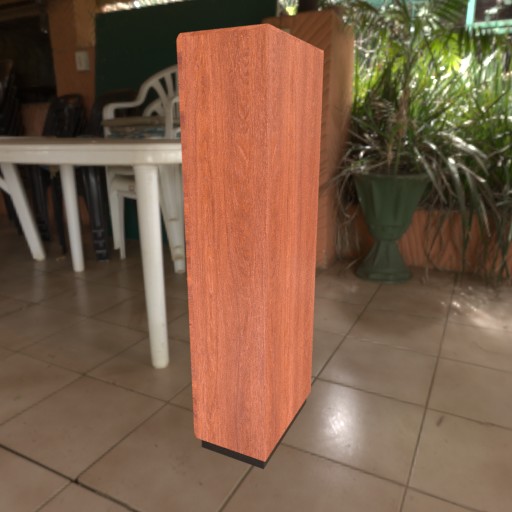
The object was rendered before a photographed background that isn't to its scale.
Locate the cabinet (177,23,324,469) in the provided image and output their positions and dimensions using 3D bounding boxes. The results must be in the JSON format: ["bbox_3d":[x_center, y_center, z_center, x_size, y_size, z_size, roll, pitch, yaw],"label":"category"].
[{"bbox_3d":[0.000,0.000,2.257,0.420,1.980,0.660,8,18,25],"label":"cabinet"}]
